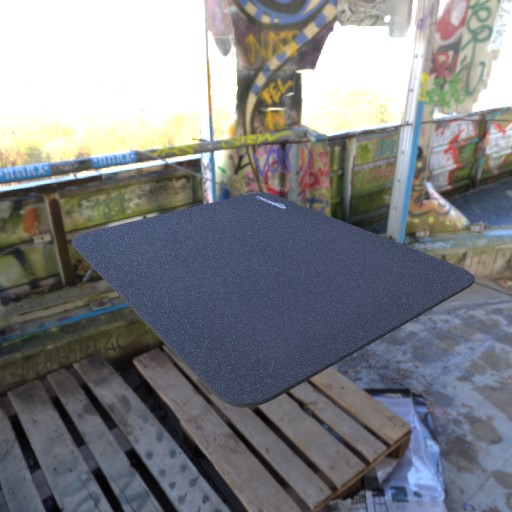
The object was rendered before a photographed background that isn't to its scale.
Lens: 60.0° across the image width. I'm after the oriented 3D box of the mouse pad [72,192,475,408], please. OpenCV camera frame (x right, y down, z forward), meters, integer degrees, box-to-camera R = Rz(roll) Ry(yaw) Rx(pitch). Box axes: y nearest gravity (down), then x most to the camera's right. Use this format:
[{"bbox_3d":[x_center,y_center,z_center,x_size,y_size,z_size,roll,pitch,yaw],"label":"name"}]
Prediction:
[{"bbox_3d":[0.000,0.000,0.339,0.211,0.002,0.249,-18,31,-33],"label":"mouse pad"}]
